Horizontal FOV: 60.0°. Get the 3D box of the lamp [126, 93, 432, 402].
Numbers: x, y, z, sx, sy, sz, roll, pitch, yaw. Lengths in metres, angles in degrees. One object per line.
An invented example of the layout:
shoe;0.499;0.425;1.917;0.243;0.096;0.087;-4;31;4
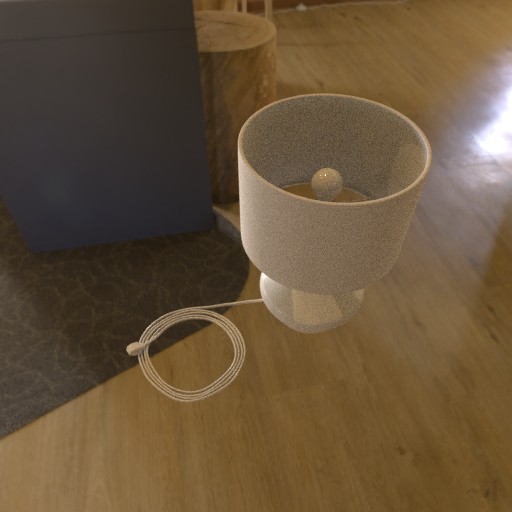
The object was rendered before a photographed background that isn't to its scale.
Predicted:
lamp;0.000;0.000;0.849;0.546;0.457;0.401;3;48;2
